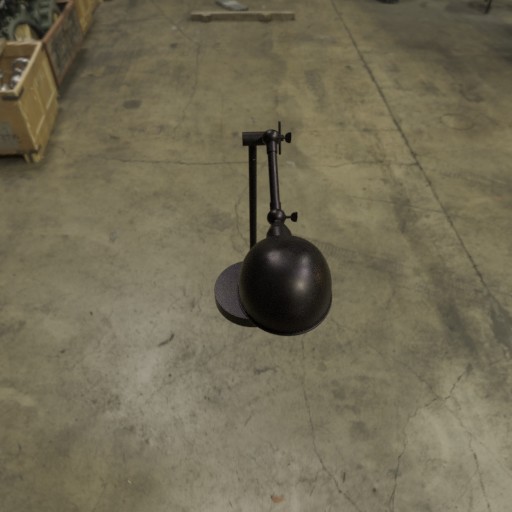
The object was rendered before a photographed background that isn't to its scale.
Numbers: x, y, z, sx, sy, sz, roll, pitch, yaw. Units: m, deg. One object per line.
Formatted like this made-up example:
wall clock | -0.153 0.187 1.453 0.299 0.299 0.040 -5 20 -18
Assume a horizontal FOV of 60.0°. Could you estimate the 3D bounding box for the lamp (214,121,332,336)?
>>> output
lamp | 0.000 0.000 0.817 0.185 0.495 0.567 -2 45 -2
